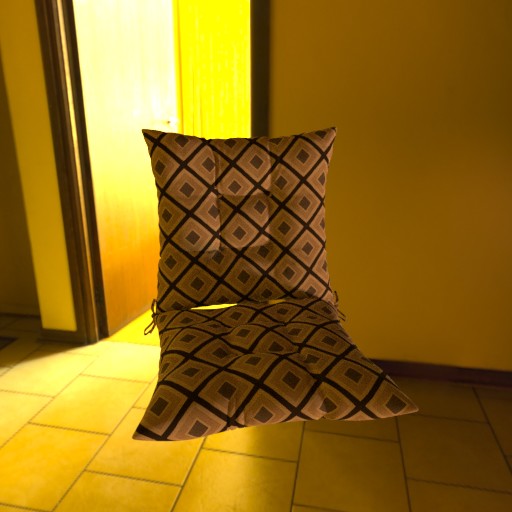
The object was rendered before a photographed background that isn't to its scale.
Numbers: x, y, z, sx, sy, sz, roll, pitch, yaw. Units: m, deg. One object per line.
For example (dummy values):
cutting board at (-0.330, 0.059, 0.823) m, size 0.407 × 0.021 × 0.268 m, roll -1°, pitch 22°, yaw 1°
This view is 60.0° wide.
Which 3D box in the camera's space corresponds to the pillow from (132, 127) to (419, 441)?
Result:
pillow at (0.000, 0.000, 0.972) m, size 0.541 × 0.536 × 0.585 m, roll -3°, pitch 17°, yaw -8°
